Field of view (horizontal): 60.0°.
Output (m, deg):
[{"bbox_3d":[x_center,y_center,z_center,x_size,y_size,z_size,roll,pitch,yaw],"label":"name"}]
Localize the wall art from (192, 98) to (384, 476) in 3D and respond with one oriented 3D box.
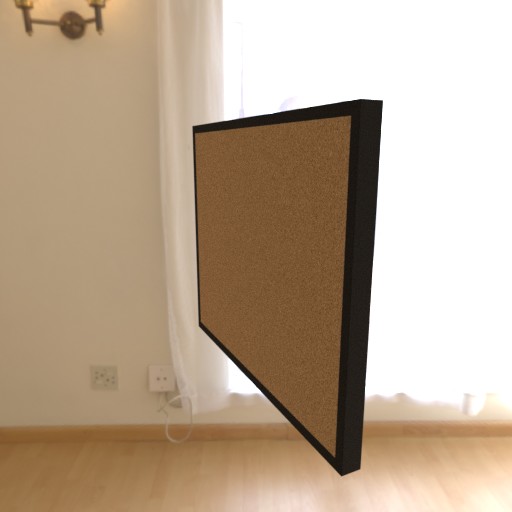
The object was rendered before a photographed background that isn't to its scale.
[{"bbox_3d":[0.000,0.000,0.758,0.030,0.454,0.554,-6,15,-25],"label":"wall art"}]
